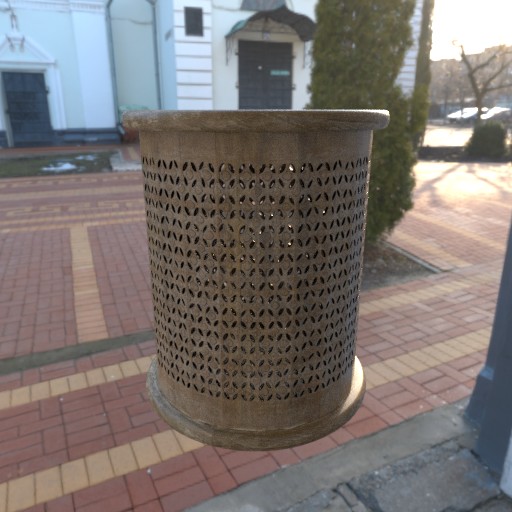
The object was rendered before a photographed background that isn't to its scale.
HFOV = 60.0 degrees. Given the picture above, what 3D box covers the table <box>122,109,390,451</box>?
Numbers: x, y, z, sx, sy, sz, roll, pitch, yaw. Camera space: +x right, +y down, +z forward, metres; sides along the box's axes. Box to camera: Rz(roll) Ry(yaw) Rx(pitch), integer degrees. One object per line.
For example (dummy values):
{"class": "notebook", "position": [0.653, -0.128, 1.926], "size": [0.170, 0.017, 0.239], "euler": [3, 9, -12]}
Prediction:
{"class": "table", "position": [0.000, 0.000, 0.771], "size": [0.407, 0.482, 0.407], "euler": [0, 18, 0]}
